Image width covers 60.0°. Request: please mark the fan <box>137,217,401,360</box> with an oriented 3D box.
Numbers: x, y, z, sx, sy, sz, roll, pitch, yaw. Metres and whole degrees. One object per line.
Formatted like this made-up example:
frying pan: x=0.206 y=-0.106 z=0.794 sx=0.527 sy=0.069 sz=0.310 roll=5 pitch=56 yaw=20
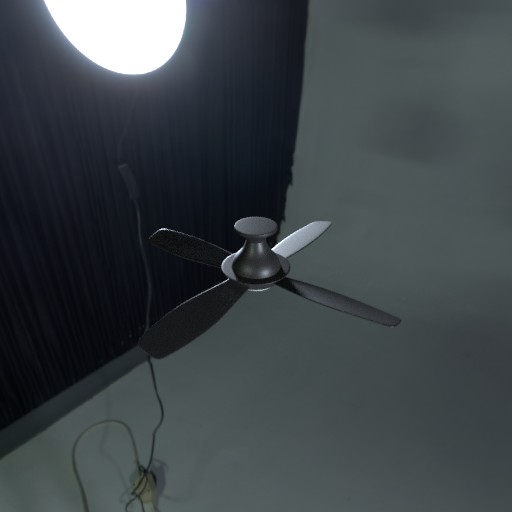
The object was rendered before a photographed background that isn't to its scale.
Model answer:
fan: x=0.000 y=0.000 z=2.521 sx=1.694 sy=0.382 sz=1.694 roll=19 pitch=34 yaw=30
